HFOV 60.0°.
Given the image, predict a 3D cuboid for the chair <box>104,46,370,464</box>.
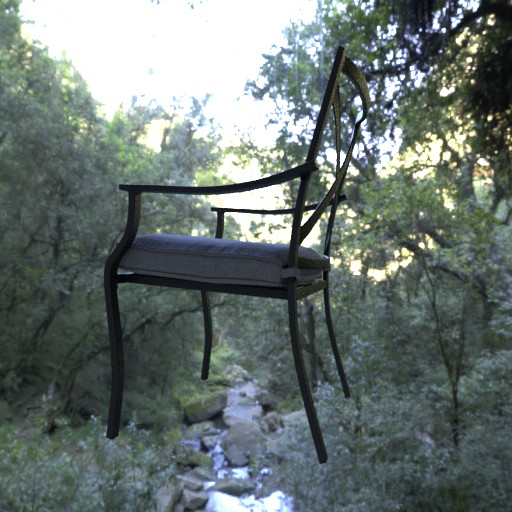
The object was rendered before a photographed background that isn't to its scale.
[{"bbox_3d":[0.000,0.000,1.248,0.620,0.889,0.575,0,0,18],"label":"chair"}]
